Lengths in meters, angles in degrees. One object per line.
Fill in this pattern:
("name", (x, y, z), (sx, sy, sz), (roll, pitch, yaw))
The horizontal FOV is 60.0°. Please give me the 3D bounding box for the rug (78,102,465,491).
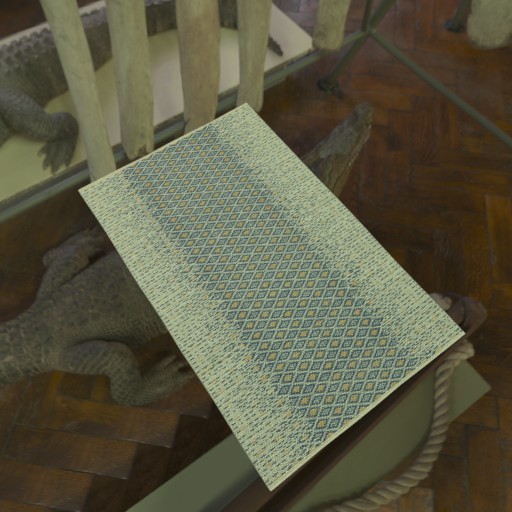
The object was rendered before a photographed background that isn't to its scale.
("rug", (0.000, 0.000, 3.076), (1.541, 0.008, 2.448), (-32, 68, -15))
